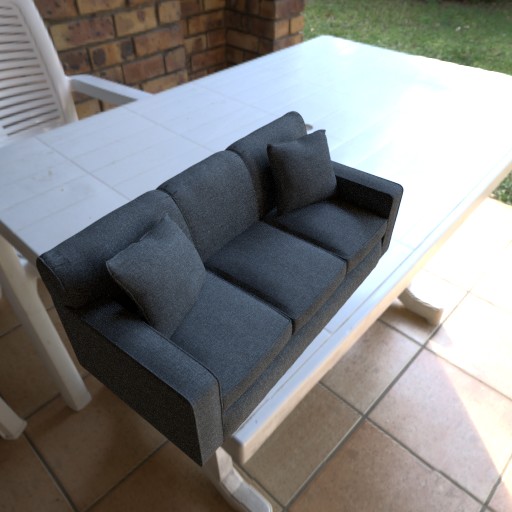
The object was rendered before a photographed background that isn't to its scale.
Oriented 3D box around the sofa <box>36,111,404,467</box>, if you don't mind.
[{"bbox_3d":[0.000,0.000,2.628,0.997,0.958,2.024,27,48,28],"label":"sofa"}]
